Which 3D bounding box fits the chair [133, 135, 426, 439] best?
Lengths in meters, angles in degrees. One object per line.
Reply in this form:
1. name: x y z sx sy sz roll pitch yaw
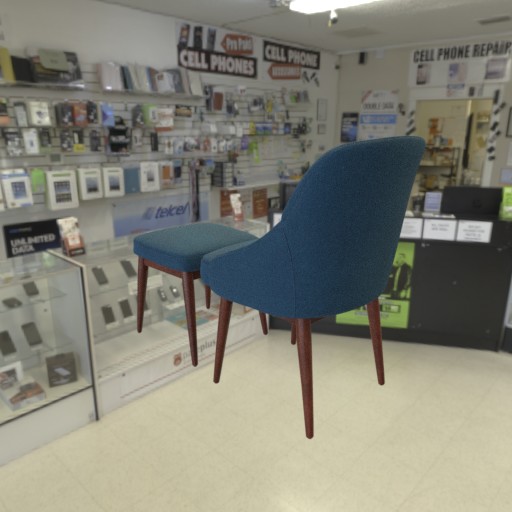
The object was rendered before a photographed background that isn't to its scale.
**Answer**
1. chair: 0.000 0.000 1.631 0.584 0.866 1.114 -15 22 -42
